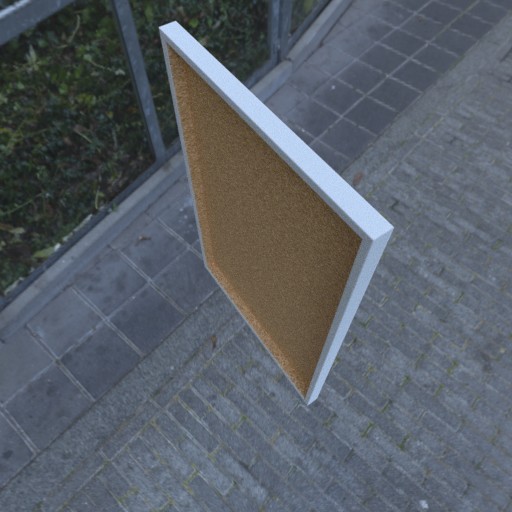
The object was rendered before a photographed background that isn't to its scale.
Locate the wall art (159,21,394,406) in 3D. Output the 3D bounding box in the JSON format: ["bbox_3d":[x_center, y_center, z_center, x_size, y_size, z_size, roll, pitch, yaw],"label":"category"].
[{"bbox_3d":[0.000,0.000,1.124,0.038,0.914,0.610,-31,63,-18],"label":"wall art"}]
